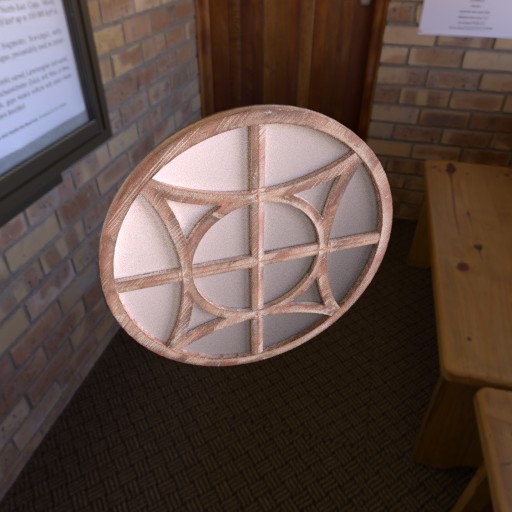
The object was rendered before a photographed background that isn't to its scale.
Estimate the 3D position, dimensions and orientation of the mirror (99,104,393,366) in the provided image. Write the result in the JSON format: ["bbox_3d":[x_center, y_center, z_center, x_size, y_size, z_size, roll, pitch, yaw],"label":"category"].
[{"bbox_3d":[0.000,0.000,1.065,0.710,0.710,0.038,-11,37,-14],"label":"mirror"}]
